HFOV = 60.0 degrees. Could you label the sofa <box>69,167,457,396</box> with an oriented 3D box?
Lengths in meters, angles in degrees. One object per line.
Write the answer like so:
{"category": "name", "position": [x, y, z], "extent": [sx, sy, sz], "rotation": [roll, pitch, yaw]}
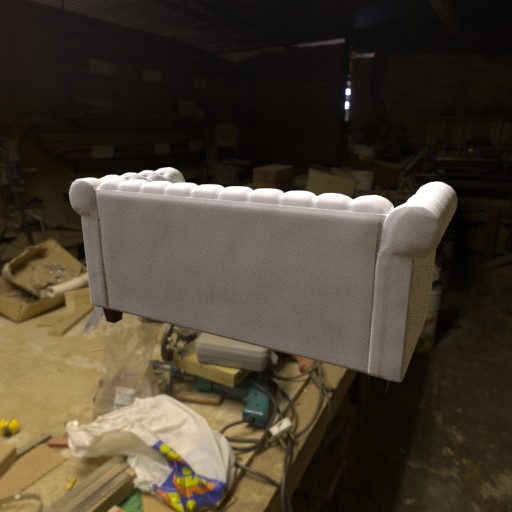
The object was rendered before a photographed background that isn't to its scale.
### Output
{"category": "sofa", "position": [0.000, 0.000, 2.297], "extent": [1.798, 0.796, 0.771], "rotation": [8, 18, 27]}
